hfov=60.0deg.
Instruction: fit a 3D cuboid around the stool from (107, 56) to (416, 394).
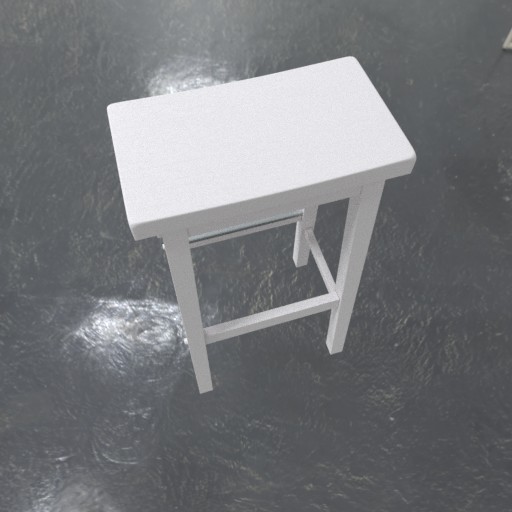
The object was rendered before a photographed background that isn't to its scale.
[{"bbox_3d":[0.000,0.000,0.965,0.406,0.742,0.322,-15,61,-8],"label":"stool"}]
